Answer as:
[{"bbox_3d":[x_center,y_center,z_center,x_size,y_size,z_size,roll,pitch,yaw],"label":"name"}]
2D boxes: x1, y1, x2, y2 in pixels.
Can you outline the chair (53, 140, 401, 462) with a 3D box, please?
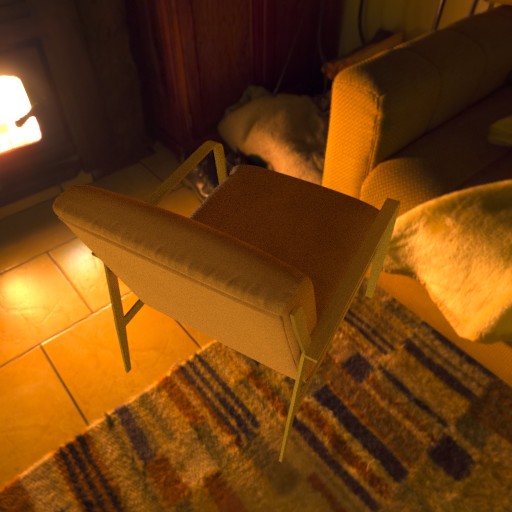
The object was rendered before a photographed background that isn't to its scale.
[{"bbox_3d":[0.000,0.000,1.433,0.701,0.823,0.848,22,50,20],"label":"chair"}]
